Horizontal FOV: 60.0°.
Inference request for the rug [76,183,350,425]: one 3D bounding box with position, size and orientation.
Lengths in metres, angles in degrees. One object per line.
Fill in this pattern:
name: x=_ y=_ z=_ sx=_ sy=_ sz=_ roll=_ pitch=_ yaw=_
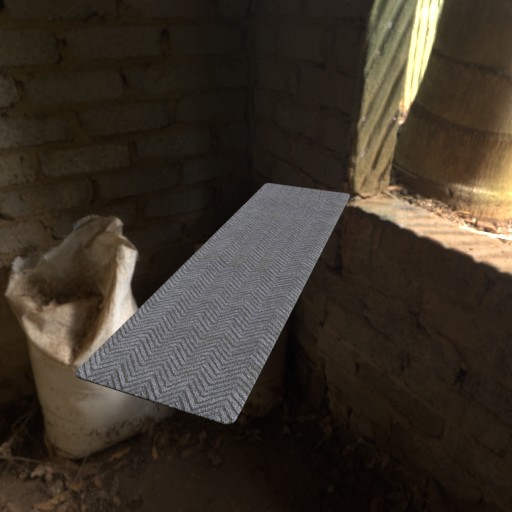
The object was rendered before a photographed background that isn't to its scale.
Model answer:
rug: x=0.000 y=0.000 z=2.568 sx=0.686 sy=0.008 sz=2.286 roll=11 pitch=31 yaw=18
